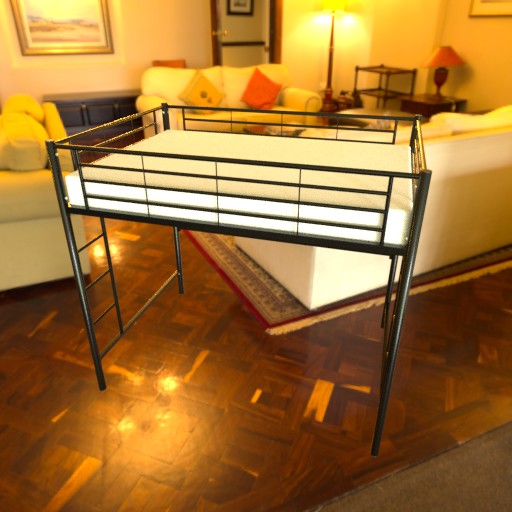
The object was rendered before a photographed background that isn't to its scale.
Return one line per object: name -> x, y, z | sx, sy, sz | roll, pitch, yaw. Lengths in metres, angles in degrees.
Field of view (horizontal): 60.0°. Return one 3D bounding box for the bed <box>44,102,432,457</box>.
bed -> 0.000, 0.000, 3.147 | 1.994, 1.803, 1.397 | 8, 29, 15
